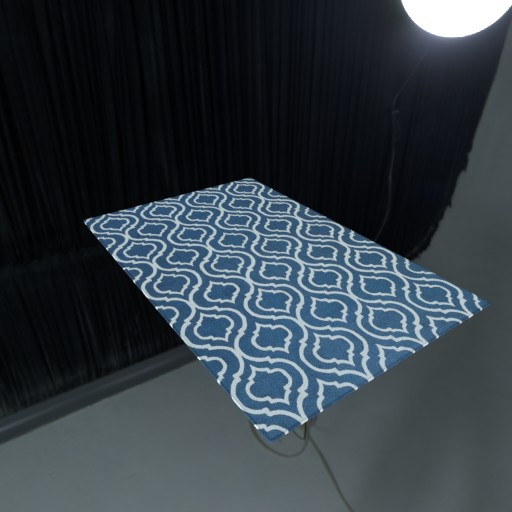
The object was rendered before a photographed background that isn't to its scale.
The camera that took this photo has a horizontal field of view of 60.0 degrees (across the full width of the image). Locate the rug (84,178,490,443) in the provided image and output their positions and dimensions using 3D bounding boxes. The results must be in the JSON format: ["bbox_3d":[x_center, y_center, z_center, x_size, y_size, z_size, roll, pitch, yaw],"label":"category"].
[{"bbox_3d":[0.000,0.000,2.166,1.143,0.010,1.753,-20,36,-30],"label":"rug"}]
